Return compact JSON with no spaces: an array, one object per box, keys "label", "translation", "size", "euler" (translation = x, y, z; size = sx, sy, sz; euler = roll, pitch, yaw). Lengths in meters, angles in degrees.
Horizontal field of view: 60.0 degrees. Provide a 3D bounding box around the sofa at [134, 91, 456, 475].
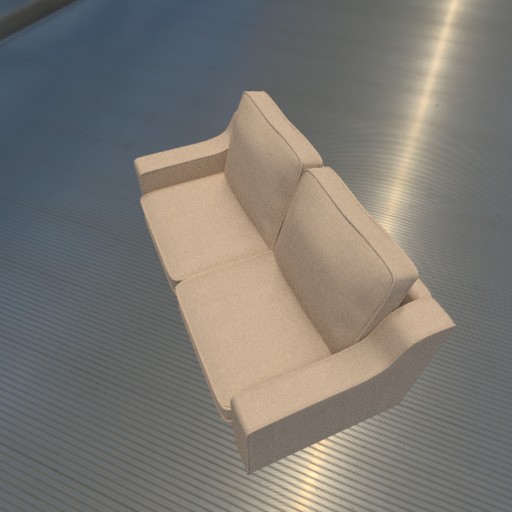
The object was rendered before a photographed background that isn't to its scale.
[{"label":"sofa","translation":[0.000,0.000,3.422],"size":[1.351,1.562,2.587],"euler":[-18,51,-15]}]
